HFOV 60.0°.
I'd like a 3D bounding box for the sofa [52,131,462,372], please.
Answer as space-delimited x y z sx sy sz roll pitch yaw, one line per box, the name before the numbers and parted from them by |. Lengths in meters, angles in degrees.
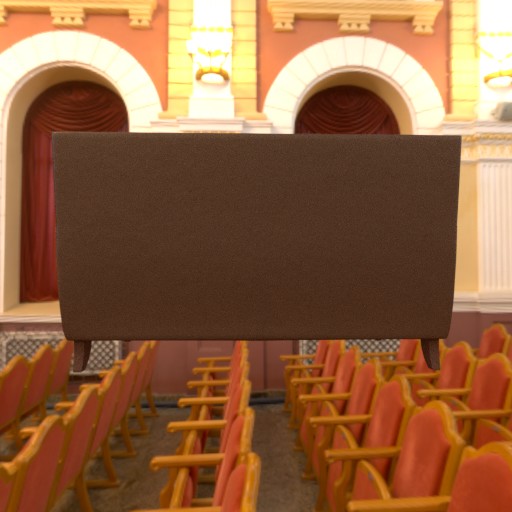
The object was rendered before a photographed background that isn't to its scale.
sofa | 0.000 0.000 1.983 1.468 0.859 0.853 0 -2 -2
